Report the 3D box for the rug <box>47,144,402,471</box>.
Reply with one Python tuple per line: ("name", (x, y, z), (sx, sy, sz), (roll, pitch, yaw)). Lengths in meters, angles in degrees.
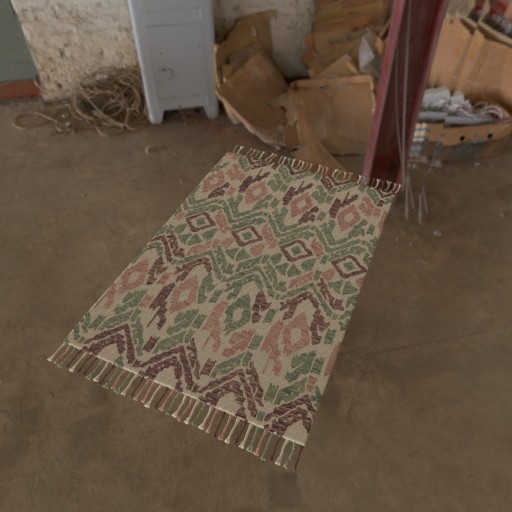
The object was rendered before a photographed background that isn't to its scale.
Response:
("rug", (0.000, 0.000, 3.035), (1.524, 0.011, 2.438), (18, 49, 16))
